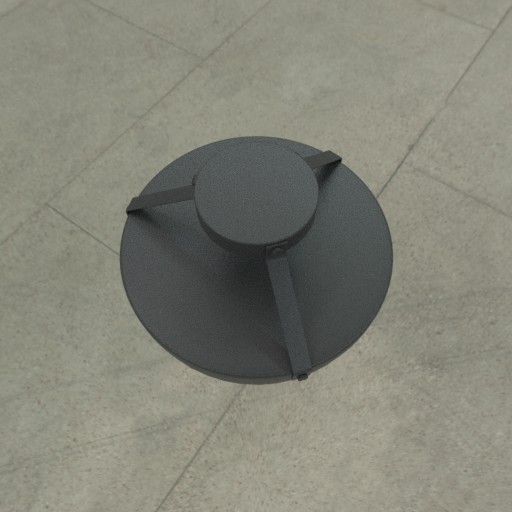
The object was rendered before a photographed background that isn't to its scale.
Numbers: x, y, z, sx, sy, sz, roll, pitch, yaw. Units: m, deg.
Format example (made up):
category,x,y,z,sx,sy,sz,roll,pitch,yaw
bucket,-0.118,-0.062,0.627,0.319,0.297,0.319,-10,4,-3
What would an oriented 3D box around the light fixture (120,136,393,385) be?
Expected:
category,x,y,z,sx,sy,sz,roll,pitch,yaw
light fixture,0.000,0.000,0.528,0.304,0.269,0.304,0,63,0
